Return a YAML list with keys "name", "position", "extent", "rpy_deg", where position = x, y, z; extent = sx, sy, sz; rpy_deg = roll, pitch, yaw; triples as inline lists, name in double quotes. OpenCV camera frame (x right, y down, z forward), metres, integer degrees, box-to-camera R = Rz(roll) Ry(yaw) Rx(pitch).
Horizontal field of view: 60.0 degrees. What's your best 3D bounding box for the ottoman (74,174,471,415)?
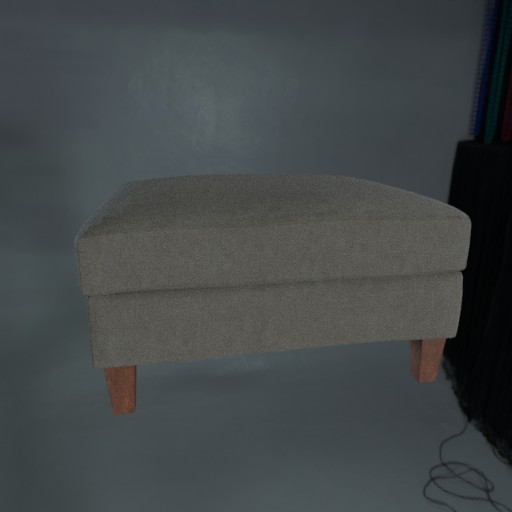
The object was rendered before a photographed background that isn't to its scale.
- name: "ottoman"
  position: [0.000, 0.000, 1.374]
  extent: [0.881, 0.482, 0.861]
  rpy_deg: [-3, 16, -10]
